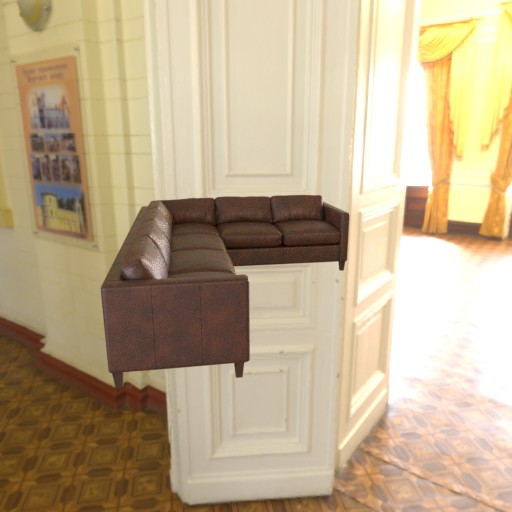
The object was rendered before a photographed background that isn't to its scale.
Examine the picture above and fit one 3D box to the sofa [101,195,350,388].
[{"bbox_3d":[0.000,0.000,4.392,2.438,0.836,3.152,-3,15,-9],"label":"sofa"}]
